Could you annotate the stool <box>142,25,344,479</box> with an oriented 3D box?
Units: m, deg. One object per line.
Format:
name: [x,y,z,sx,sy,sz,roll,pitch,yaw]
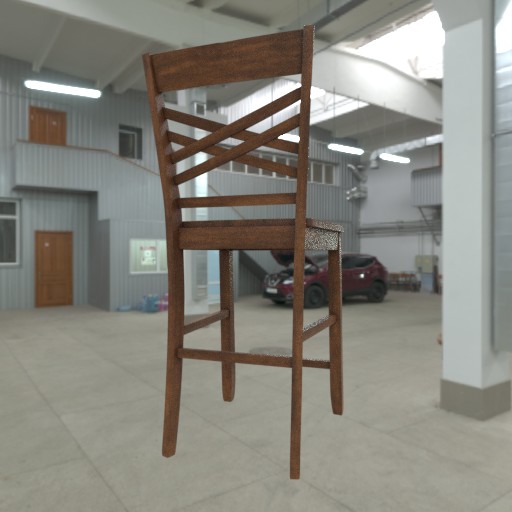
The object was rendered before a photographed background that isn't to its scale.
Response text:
stool: [0.000,0.000,1.342,0.462,1.079,0.539,0,0,19]
